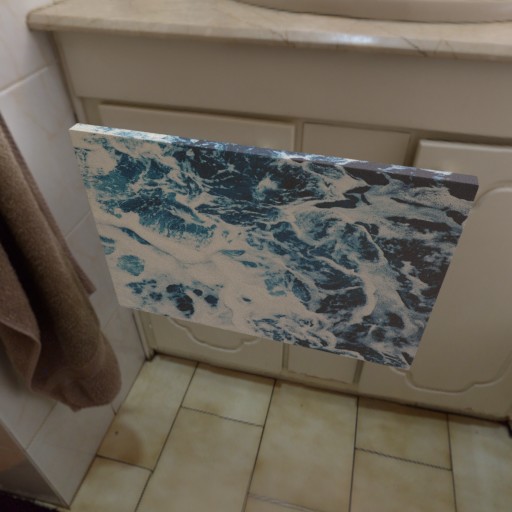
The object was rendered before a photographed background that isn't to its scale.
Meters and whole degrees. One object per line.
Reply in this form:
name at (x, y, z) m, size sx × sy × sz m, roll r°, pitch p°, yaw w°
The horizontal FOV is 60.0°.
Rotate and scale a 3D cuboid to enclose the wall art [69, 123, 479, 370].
wall art at (0.000, 0.000, 1.168) m, size 0.915 × 0.610 × 0.042 m, roll 10°, pitch 42°, yaw 12°
